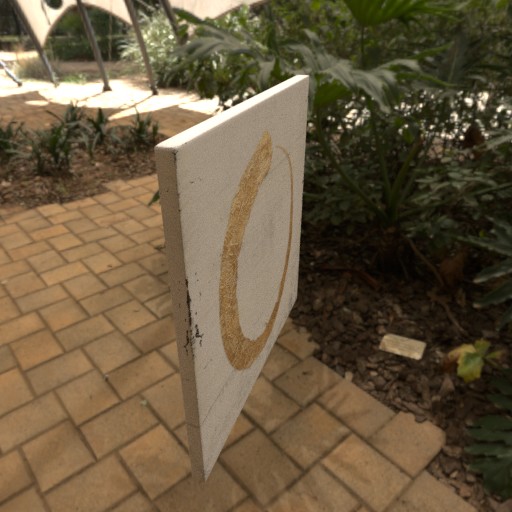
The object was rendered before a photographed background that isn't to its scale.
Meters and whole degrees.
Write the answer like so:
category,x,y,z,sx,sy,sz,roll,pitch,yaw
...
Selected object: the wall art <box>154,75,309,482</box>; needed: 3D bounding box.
category,x,y,z,sx,sy,sz,roll,pitch,yaw
wall art,0.000,0.000,1.120,0.038,0.762,0.762,10,31,17
